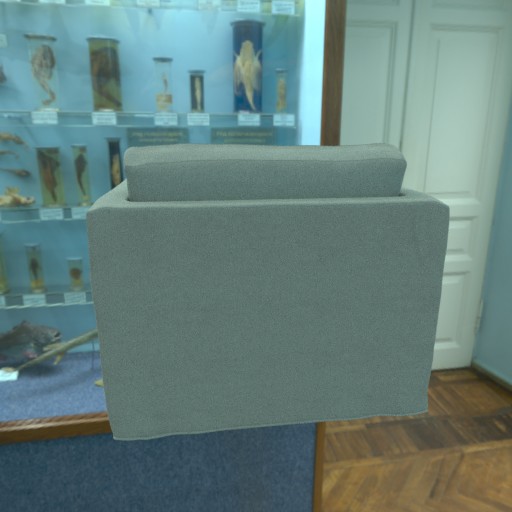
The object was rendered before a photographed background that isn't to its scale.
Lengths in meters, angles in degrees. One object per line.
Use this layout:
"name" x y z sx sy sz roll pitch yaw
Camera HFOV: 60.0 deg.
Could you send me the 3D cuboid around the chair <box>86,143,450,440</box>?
"chair" 0.000 0.000 1.719 1.057 0.863 0.949 -2 16 -8
